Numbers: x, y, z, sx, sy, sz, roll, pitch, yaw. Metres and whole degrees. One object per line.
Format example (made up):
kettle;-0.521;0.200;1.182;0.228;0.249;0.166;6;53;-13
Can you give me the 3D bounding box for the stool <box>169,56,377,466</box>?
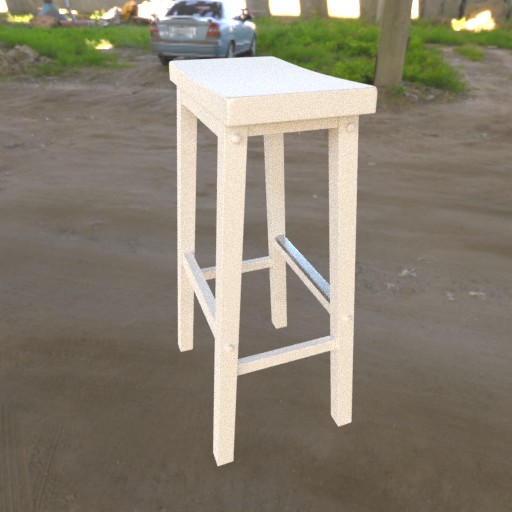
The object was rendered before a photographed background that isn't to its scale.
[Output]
stool;0.000;0.000;0.958;0.322;0.742;0.406;-11;32;-17
